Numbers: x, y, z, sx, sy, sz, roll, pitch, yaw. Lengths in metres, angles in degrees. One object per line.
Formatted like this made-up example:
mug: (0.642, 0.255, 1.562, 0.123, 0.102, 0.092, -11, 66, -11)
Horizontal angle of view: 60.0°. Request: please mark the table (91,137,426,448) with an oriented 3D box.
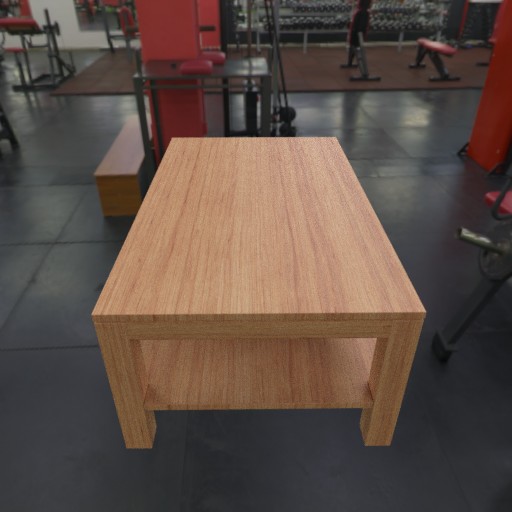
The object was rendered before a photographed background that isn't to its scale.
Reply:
table: (0.000, 0.000, 1.522, 0.695, 0.457, 1.146, 0, 33, -1)
